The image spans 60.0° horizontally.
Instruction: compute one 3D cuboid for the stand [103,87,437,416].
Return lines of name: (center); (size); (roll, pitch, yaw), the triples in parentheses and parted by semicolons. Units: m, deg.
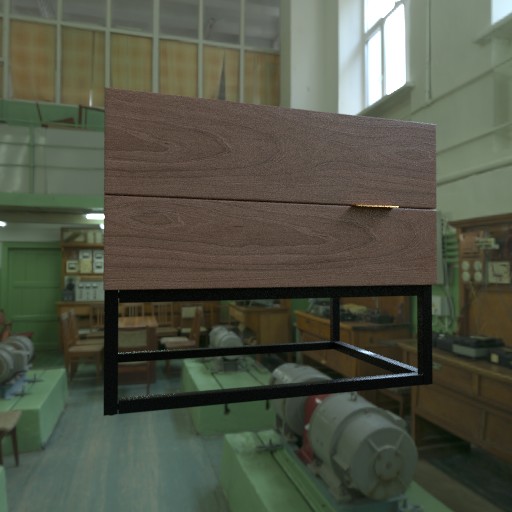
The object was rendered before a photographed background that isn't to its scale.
stand: (0.000, 0.000, 0.940); (0.600, 0.500, 0.420); (0, -1, -17)
